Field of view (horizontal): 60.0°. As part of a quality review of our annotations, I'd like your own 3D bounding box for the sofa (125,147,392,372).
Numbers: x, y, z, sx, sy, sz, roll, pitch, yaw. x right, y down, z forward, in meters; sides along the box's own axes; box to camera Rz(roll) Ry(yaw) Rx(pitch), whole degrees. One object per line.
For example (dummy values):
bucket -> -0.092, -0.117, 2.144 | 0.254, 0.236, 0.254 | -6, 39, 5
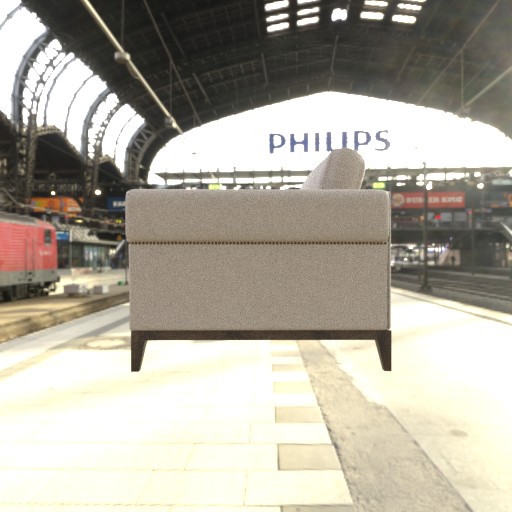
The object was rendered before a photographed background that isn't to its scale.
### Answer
sofa -> 0.000, 0.000, 2.679 | 0.959, 0.838, 2.210 | 0, 0, -1
